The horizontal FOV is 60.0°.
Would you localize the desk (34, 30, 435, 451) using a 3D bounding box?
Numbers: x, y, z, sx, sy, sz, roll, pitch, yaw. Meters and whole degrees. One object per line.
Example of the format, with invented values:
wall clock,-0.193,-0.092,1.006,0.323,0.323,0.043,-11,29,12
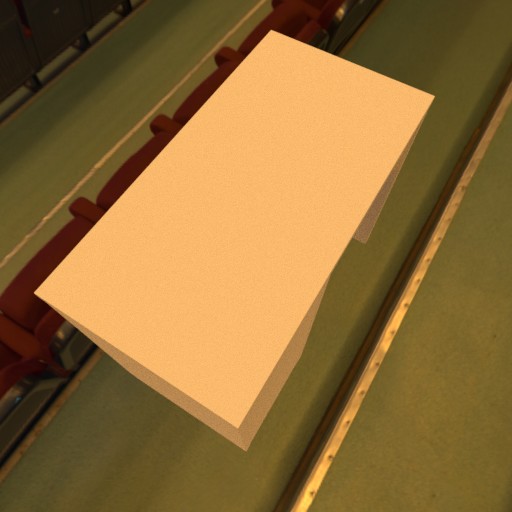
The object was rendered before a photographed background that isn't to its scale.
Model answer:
desk,0.000,0.000,1.300,0.482,0.730,0.898,29,67,14
